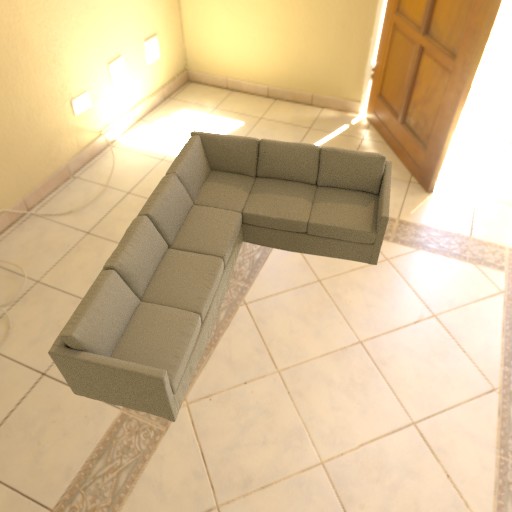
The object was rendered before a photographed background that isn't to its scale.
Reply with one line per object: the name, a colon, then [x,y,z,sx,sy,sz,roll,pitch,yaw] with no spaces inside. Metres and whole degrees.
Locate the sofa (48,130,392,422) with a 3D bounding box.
sofa: [0.000,0.000,4.340,2.432,0.871,3.182,10,47,10]
